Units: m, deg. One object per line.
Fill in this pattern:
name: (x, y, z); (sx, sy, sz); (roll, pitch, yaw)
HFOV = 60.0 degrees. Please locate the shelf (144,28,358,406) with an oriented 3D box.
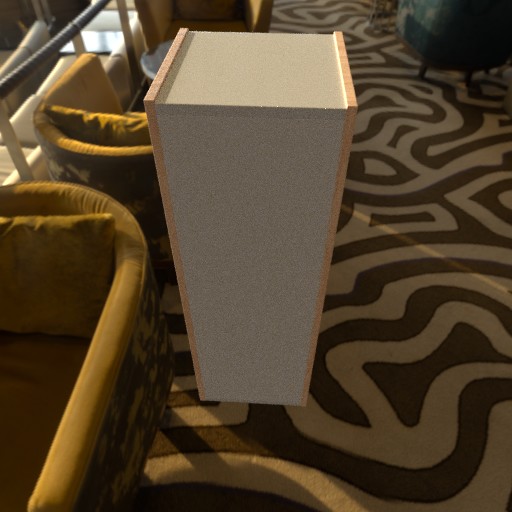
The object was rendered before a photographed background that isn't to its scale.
shelf: (0.000, 0.000, 1.040); (0.300, 0.900, 0.290); (2, 45, 2)
